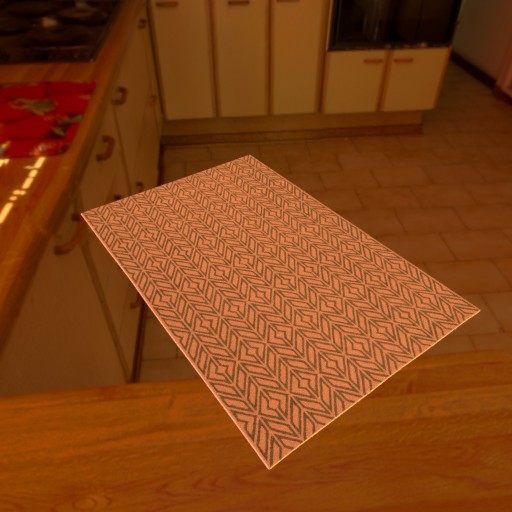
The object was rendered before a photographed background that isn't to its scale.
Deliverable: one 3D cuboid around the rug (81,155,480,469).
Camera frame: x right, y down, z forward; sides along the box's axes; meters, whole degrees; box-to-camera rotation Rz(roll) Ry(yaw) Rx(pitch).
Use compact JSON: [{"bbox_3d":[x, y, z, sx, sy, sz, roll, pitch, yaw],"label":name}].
[{"bbox_3d":[0.000,0.000,2.321,1.220,0.007,1.828,-25,47,-26],"label":"rug"}]
